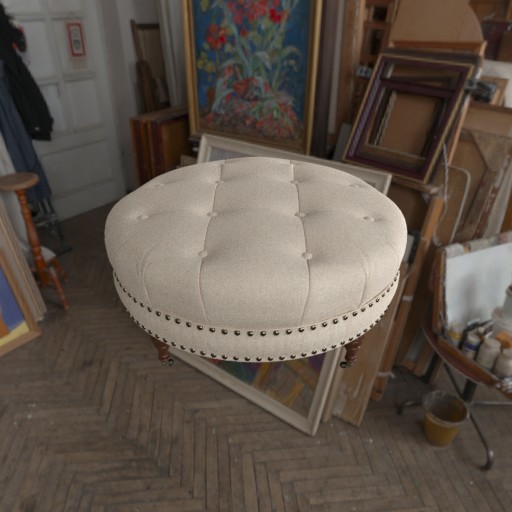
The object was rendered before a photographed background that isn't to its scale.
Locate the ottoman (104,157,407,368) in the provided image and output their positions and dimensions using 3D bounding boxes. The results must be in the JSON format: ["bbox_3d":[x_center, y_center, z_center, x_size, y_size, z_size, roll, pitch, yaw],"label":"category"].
[{"bbox_3d":[0.000,0.000,1.482,0.940,0.483,0.940,0,30,0],"label":"ottoman"}]
